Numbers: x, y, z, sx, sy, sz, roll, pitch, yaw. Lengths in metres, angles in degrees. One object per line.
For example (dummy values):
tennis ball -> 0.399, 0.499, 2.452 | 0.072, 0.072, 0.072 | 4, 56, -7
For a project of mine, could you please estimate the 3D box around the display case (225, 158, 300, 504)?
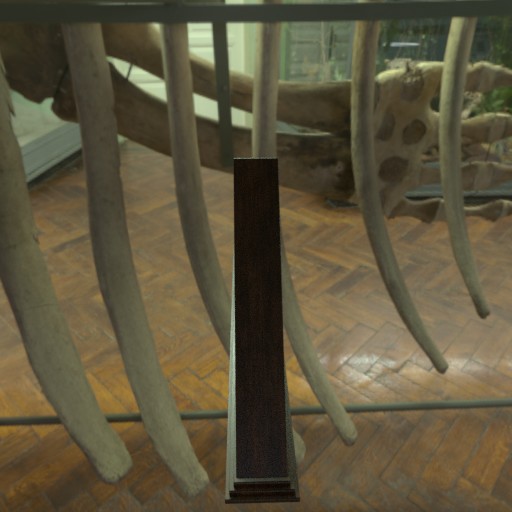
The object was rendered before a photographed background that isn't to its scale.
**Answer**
display case -> 0.000, 0.000, 0.744 | 0.095, 0.340, 0.640 | -1, 32, -1
